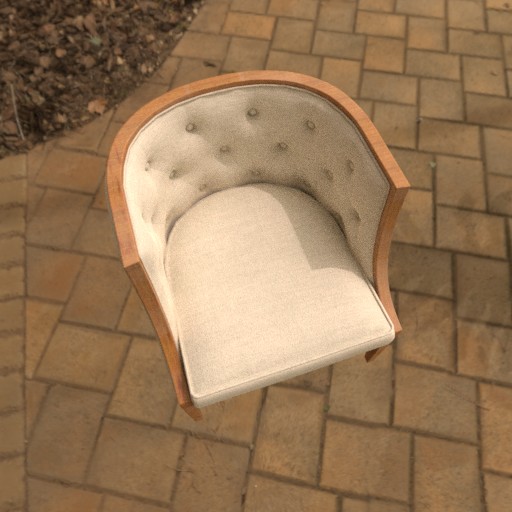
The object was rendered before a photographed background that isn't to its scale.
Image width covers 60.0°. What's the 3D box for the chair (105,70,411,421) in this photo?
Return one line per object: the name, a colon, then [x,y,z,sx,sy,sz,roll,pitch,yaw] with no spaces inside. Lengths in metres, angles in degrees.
chair: [0.000,0.000,1.390,0.711,0.775,0.757,-16,64,-8]
